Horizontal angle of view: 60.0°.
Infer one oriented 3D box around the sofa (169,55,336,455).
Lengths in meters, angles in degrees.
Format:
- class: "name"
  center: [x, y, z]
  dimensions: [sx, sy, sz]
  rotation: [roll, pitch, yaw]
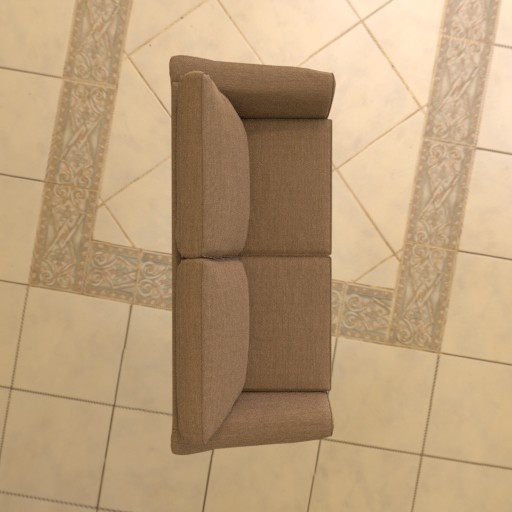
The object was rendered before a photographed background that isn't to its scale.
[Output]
- class: "sofa"
  center: [0.000, 0.000, 2.769]
  dimensions: [0.980, 0.965, 2.270]
  rotation: [0, 91, -1]
